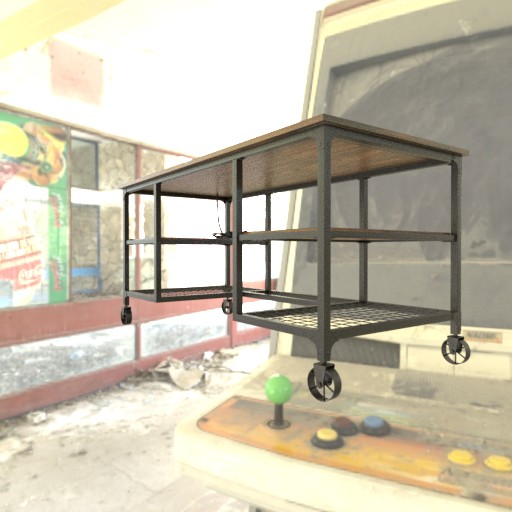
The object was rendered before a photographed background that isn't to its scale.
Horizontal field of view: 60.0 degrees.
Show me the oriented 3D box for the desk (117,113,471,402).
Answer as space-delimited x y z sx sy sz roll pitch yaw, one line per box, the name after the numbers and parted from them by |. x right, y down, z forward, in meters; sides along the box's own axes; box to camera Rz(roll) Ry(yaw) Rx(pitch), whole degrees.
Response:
0.000 0.000 1.972 0.711 0.751 1.590 0 1 -36 | desk
